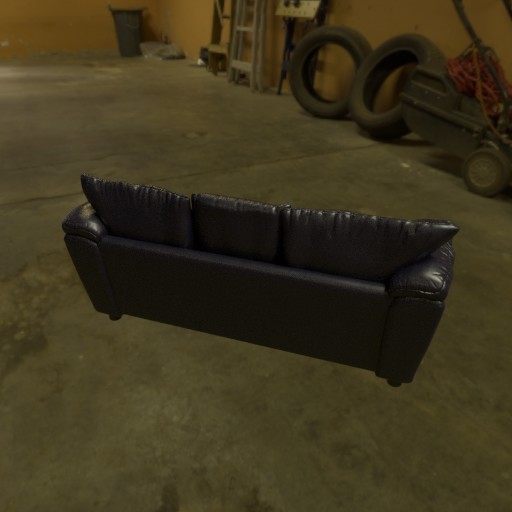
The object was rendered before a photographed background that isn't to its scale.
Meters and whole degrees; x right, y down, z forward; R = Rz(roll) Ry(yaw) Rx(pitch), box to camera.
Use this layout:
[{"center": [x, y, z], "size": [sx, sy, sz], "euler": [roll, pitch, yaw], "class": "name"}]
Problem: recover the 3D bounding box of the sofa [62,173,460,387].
[{"center": [0.000, 0.000, 2.868], "size": [2.336, 1.073, 0.880], "euler": [10, 31, 16], "class": "sofa"}]
